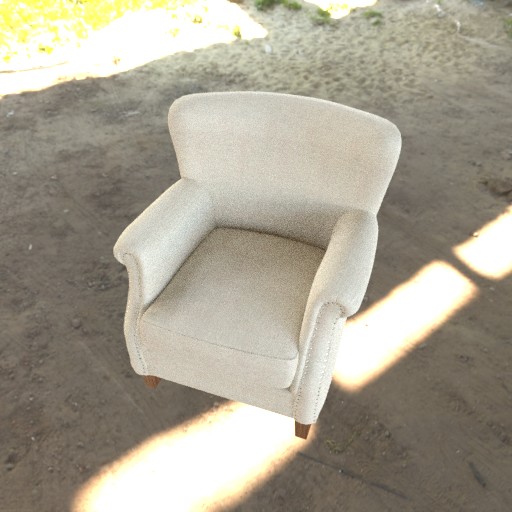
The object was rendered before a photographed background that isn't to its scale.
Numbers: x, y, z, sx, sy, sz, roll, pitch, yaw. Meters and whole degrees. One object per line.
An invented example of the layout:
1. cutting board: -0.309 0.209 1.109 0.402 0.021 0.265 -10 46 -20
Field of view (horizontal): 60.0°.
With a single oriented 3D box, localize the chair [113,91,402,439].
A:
1. chair: 0.000 0.000 1.674 0.861 0.936 0.921 13 42 14
